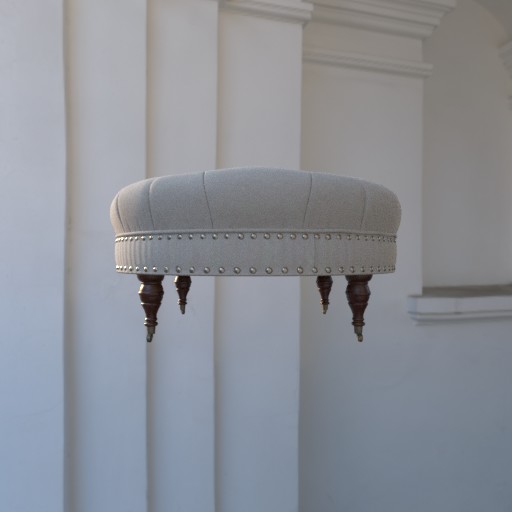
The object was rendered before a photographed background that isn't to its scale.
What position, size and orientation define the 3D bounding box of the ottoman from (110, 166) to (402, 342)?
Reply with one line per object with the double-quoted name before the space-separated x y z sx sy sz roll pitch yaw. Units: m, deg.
"ottoman" 0.000 0.000 1.408 0.901 0.439 0.901 0 0 0
